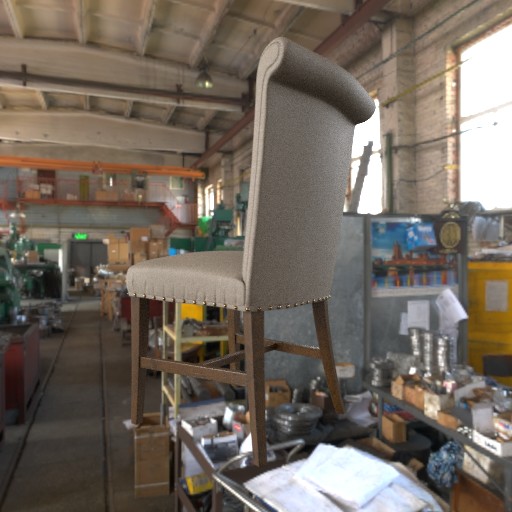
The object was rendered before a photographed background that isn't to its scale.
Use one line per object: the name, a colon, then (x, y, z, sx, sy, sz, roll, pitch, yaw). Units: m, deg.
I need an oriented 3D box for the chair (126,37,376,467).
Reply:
chair: (0.000, 0.000, 1.335, 0.608, 0.988, 0.513, 0, 1, 37)
